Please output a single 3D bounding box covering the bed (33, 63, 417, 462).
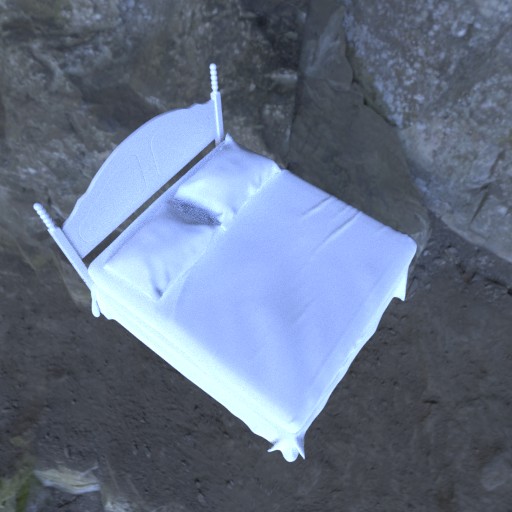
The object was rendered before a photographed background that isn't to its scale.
[{"bbox_3d":[0.000,0.000,3.174,2.040,1.356,1.873,33,64,18],"label":"bed"}]
